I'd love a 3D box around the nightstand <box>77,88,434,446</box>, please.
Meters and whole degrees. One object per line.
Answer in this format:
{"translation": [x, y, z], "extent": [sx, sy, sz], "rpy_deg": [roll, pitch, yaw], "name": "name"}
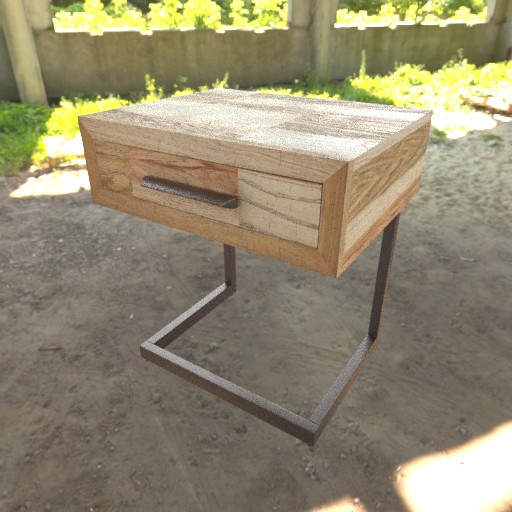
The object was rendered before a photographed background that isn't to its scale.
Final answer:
{"translation": [0.000, 0.000, 1.016], "extent": [0.558, 0.632, 0.481], "rpy_deg": [17, 33, 29], "name": "nightstand"}
